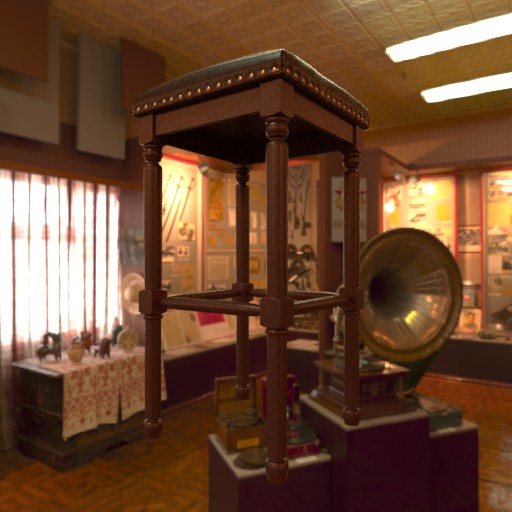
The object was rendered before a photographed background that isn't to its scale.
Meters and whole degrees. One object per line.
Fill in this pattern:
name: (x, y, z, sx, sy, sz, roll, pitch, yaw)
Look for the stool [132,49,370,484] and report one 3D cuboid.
stool: (0.000, 0.000, 0.981, 0.383, 0.768, 0.382, 0, 0, 36)
